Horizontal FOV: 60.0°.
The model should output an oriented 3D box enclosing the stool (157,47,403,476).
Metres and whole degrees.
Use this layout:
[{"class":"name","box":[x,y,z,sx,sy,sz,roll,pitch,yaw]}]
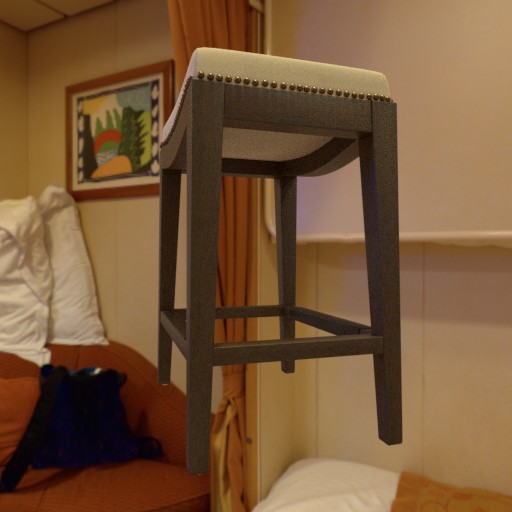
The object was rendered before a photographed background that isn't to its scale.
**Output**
[{"class":"stool","box":[0.000,0.000,0.929,0.361,0.642,0.500,0,0,-18]}]
